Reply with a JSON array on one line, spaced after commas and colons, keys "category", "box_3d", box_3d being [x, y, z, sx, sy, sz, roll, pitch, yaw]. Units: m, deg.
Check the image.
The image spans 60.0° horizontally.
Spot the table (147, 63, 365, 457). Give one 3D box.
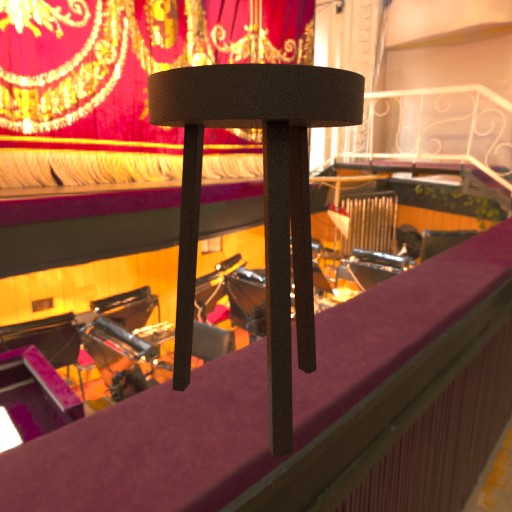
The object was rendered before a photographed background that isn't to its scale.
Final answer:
[{"category": "table", "box_3d": [0.000, 0.000, 0.932, 0.406, 0.686, 0.406, -13, 19, -43]}]
